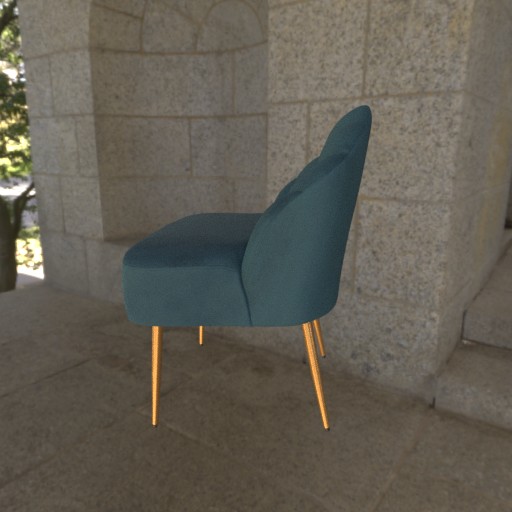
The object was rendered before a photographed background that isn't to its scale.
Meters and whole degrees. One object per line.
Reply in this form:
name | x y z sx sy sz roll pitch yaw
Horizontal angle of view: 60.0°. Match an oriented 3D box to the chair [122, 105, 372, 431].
chair | 0.000 0.000 1.280 0.599 0.819 0.657 2 14 7
